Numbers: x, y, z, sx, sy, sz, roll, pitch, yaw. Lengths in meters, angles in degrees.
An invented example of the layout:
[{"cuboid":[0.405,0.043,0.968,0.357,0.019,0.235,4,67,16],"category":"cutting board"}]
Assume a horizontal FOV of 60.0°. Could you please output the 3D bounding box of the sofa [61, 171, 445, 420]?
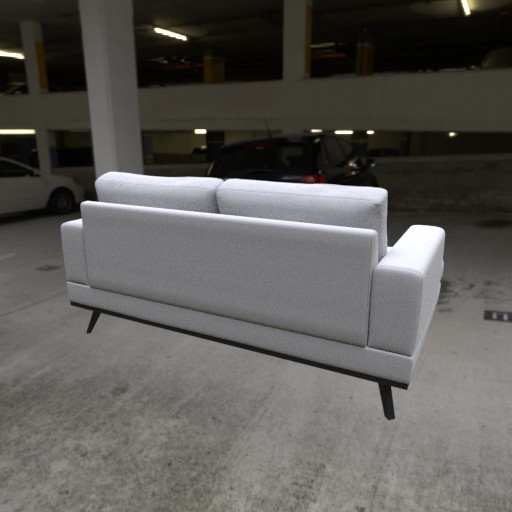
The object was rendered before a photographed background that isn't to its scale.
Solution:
[{"cuboid":[0.000,0.000,2.175,1.650,0.810,0.920,8,18,26],"category":"sofa"}]
